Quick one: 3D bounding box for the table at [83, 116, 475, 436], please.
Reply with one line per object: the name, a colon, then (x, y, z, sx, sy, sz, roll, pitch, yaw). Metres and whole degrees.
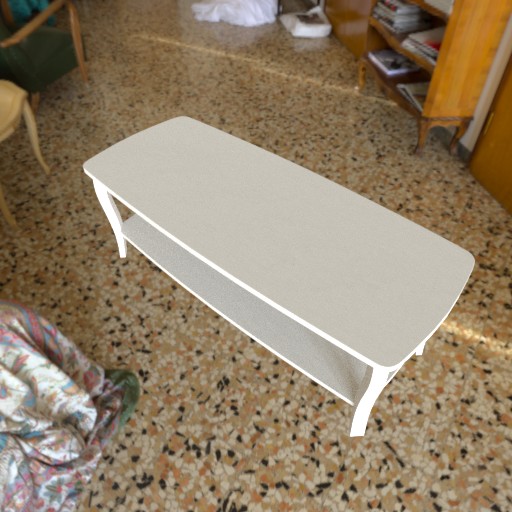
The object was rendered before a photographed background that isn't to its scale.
table: (0.000, 0.000, 1.629, 1.334, 0.474, 0.561, 32, 53, 28)
